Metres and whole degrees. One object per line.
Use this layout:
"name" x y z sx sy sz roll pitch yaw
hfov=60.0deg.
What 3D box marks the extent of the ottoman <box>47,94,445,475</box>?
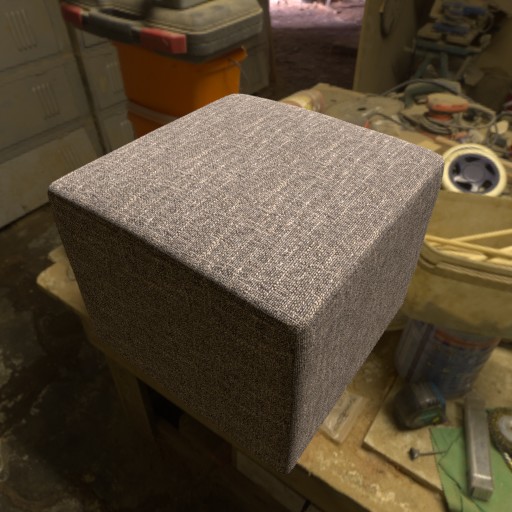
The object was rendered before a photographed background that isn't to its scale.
"ottoman" 0.000 0.000 0.890 0.512 0.453 0.521 26 48 27
